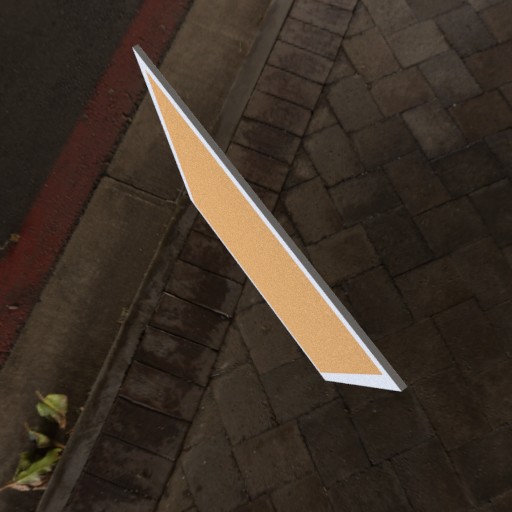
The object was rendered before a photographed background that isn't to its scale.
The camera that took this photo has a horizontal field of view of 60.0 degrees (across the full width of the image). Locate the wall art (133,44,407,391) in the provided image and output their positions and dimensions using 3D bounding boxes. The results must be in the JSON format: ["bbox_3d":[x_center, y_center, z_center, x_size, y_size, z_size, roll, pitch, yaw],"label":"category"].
[{"bbox_3d":[0.000,0.000,1.193,0.013,0.813,0.812,-35,78,-8],"label":"wall art"}]
